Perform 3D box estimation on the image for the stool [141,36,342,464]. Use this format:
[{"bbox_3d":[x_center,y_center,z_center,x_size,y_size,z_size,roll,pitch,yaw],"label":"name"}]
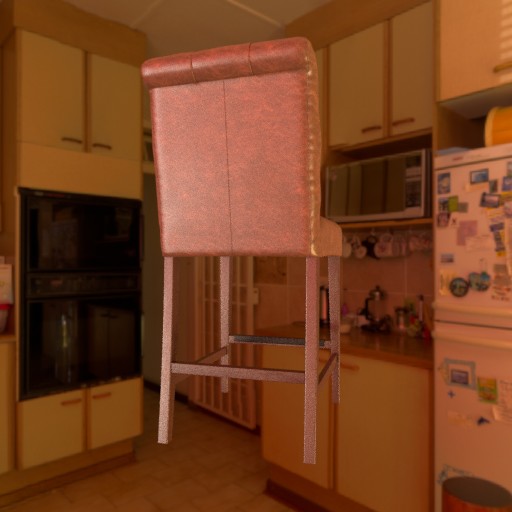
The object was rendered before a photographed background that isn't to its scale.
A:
[{"bbox_3d":[0.000,0.000,1.431,0.486,1.084,0.660,0,0,17],"label":"stool"}]
